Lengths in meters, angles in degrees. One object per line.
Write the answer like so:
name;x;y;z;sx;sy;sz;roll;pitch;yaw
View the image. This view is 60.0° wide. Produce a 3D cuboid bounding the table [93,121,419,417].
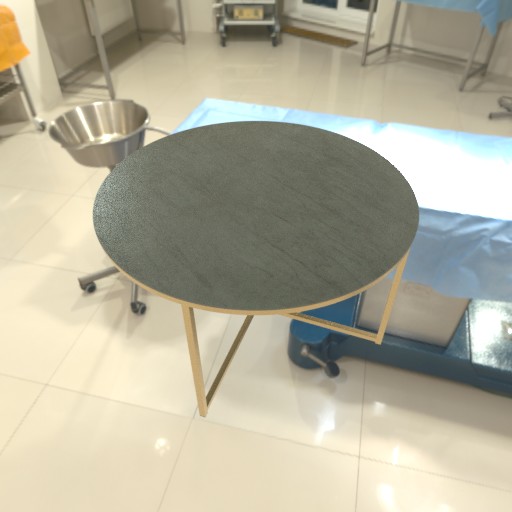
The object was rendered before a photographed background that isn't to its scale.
table;0.000;0.000;1.276;0.800;0.450;0.800;0;42;0
